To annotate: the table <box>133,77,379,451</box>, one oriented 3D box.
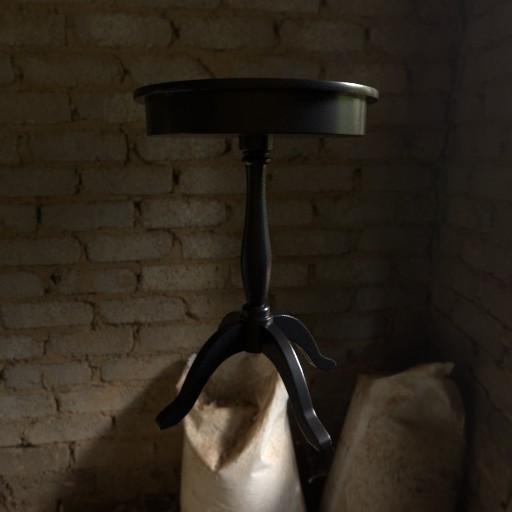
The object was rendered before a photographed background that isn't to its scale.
[{"bbox_3d":[0.000,0.000,0.968,0.481,0.665,0.481,0,14,0],"label":"table"}]
